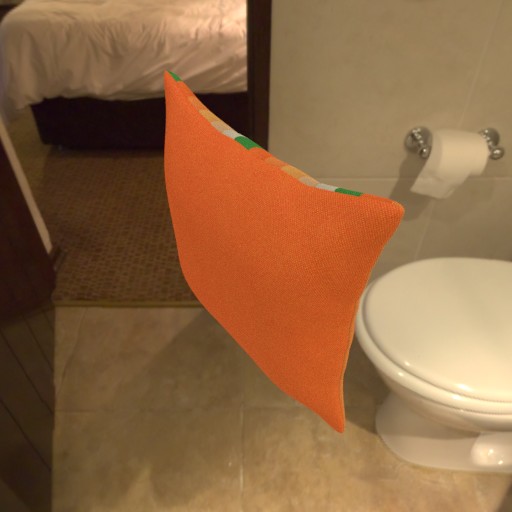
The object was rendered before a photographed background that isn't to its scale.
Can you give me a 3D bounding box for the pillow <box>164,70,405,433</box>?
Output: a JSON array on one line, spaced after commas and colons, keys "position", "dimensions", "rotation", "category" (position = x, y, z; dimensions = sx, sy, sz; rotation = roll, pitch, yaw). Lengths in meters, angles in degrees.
[{"position": [0.000, 0.000, 0.694], "dimensions": [0.169, 0.444, 0.453], "rotation": [-27, 49, -27], "category": "pillow"}]
